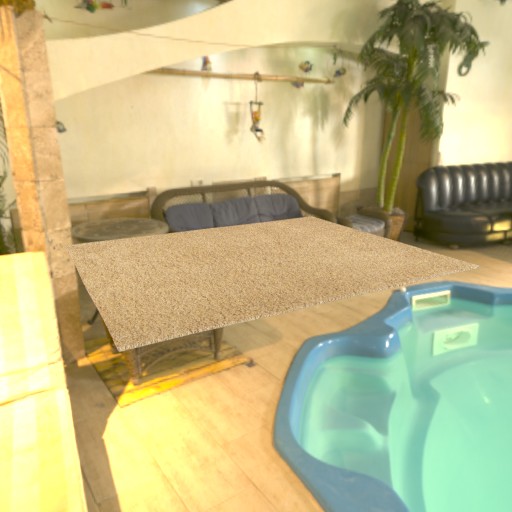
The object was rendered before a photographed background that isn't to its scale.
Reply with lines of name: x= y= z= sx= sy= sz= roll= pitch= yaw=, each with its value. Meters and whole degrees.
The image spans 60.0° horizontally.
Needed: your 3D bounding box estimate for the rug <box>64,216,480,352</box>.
rug: x=0.000 y=0.000 z=4.065 sx=3.000 sy=0.025 sz=2.400 roll=-9 pitch=19 yaw=-28
